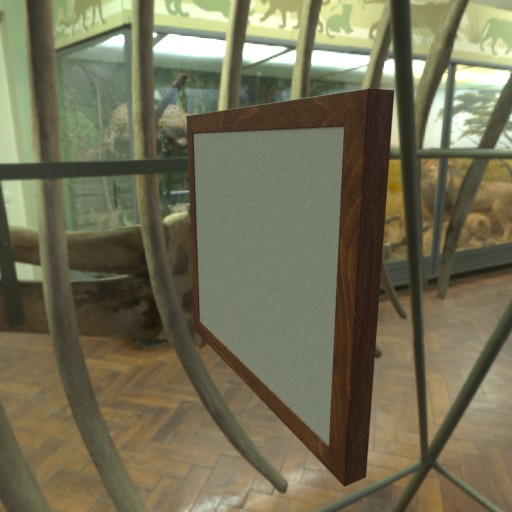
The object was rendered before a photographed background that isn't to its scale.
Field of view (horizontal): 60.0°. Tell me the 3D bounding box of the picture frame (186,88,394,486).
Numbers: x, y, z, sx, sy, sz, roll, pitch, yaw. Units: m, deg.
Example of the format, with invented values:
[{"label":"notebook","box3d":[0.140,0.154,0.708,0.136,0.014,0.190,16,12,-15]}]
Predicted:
[{"label":"picture frame","box3d":[0.000,0.000,0.518,0.025,0.330,0.381,-7,16,-27]}]
